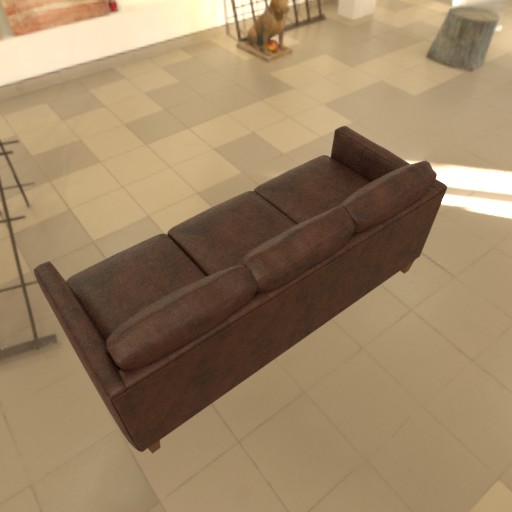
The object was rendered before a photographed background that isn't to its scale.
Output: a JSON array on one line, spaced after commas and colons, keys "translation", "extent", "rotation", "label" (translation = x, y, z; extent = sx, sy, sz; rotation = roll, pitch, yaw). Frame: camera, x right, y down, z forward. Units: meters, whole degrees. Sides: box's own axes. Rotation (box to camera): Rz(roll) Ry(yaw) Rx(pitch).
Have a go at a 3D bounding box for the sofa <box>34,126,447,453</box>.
[{"translation": [0.000, 0.000, 2.940], "extent": [2.464, 1.006, 1.045], "rotation": [-30, 54, -25], "label": "sofa"}]
